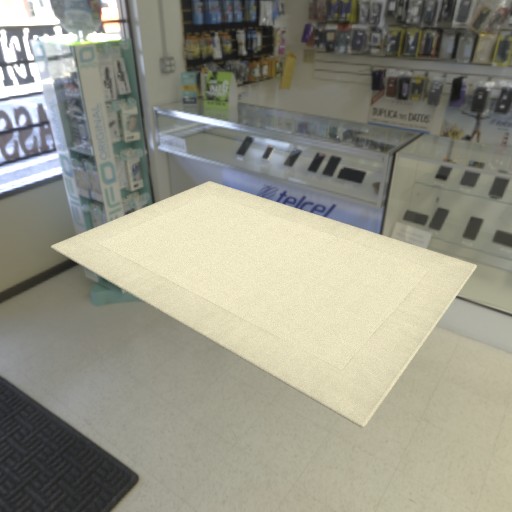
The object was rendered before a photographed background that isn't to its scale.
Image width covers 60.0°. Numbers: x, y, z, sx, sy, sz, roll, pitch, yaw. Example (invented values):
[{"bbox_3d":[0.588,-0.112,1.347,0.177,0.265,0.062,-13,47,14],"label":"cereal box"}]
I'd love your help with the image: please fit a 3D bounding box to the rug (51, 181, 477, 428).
[{"bbox_3d":[0.000,0.000,2.273,1.829,0.013,1.219,22,37,33],"label":"rug"}]
